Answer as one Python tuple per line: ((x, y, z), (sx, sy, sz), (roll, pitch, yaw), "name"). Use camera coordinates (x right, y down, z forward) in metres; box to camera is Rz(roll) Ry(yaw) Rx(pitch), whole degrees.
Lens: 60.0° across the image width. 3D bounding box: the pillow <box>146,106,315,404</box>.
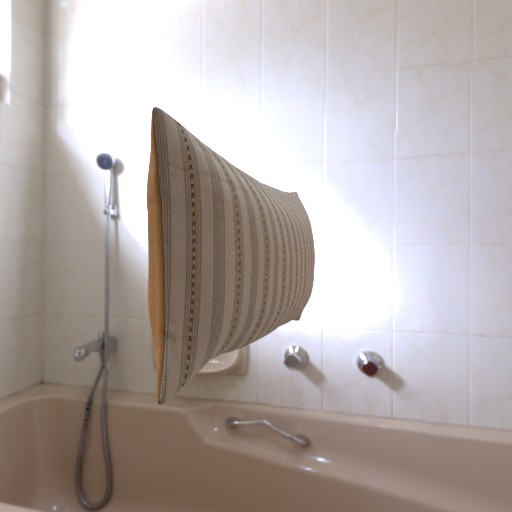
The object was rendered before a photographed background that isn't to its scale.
((0.000, 0.000, 0.718), (0.151, 0.291, 0.608), (0, 0, 18), "pillow")
